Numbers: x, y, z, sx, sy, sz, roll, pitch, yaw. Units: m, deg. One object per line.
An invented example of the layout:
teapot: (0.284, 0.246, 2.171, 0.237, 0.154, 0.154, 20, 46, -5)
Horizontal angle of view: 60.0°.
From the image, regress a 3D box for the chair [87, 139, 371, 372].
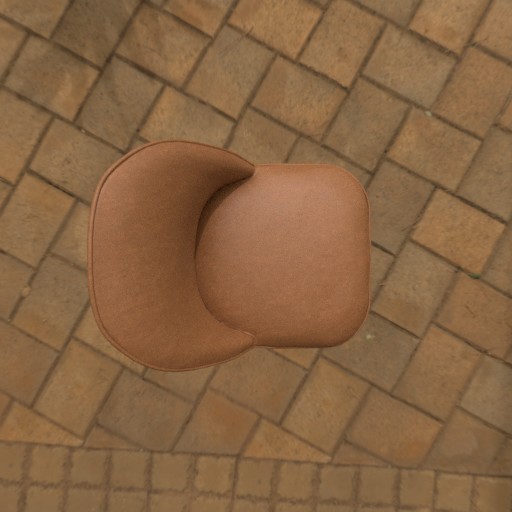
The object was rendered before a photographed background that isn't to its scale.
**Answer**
chair: (0.000, 0.000, 1.212, 0.631, 0.831, 0.521, 0, 90, -2)
